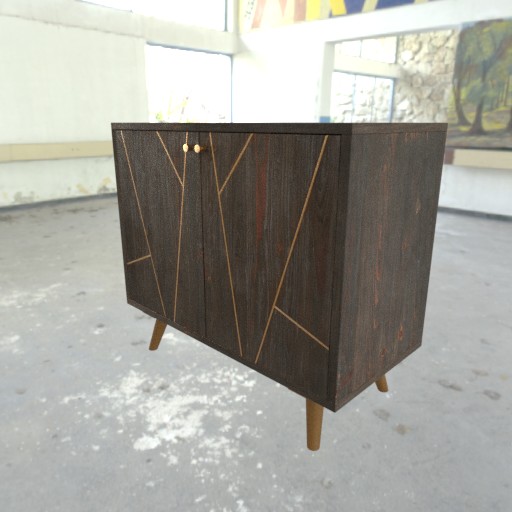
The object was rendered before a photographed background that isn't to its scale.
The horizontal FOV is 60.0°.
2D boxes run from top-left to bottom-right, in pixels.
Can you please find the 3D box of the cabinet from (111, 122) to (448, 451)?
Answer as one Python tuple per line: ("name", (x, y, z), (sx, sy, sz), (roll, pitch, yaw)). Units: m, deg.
("cabinet", (0.000, 0.000, 1.558), (1.023, 0.897, 0.529), (16, 23, 42))
